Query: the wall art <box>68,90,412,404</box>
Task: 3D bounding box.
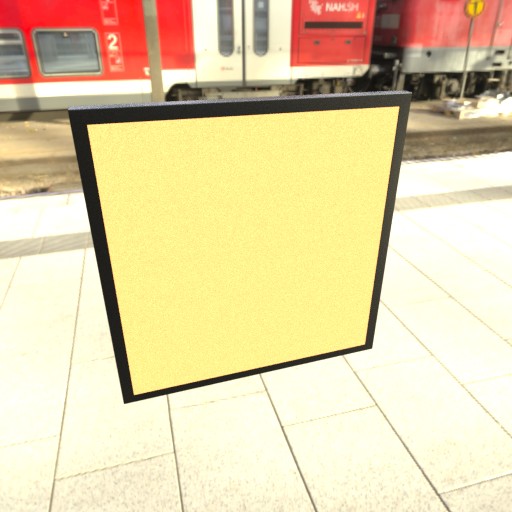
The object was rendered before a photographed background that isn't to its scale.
[{"bbox_3d":[0.000,0.000,1.126,0.755,0.761,0.038,-8,29,-16],"label":"wall art"}]
